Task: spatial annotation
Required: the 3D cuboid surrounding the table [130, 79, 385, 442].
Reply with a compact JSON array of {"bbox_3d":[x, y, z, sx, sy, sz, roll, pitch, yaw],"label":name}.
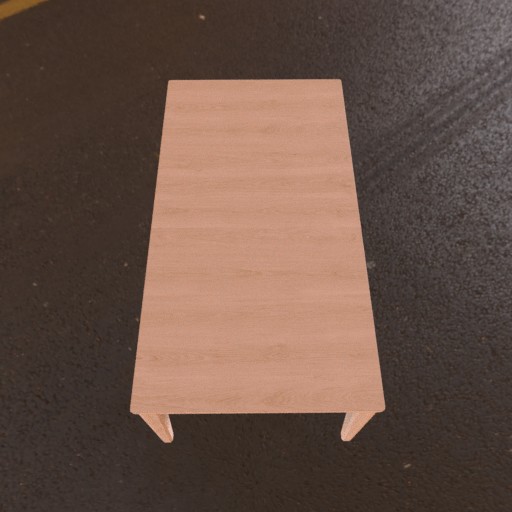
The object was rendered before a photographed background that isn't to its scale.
[{"bbox_3d":[0.000,0.000,2.142,0.900,0.760,1.600,0,63,0],"label":"table"}]
